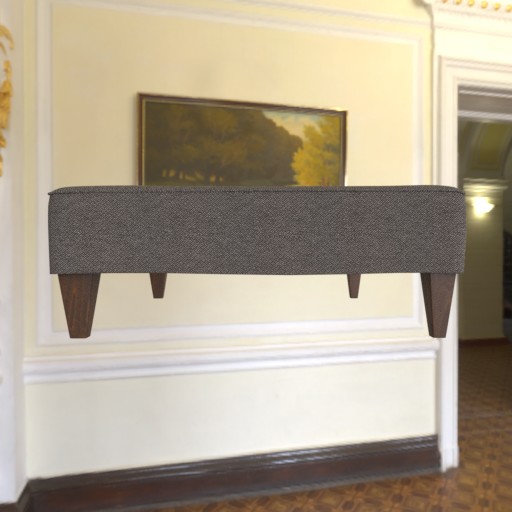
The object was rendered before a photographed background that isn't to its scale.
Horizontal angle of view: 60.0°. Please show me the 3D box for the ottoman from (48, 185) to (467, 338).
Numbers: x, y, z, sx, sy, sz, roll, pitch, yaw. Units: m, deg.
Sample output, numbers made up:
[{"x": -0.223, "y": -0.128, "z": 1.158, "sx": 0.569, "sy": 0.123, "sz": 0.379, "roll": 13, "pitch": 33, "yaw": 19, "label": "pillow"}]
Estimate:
[{"x": 0.000, "y": 0.000, "z": 1.492, "sx": 0.970, "sy": 0.378, "sz": 0.981, "roll": 0, "pitch": 1, "yaw": 0, "label": "ottoman"}]
